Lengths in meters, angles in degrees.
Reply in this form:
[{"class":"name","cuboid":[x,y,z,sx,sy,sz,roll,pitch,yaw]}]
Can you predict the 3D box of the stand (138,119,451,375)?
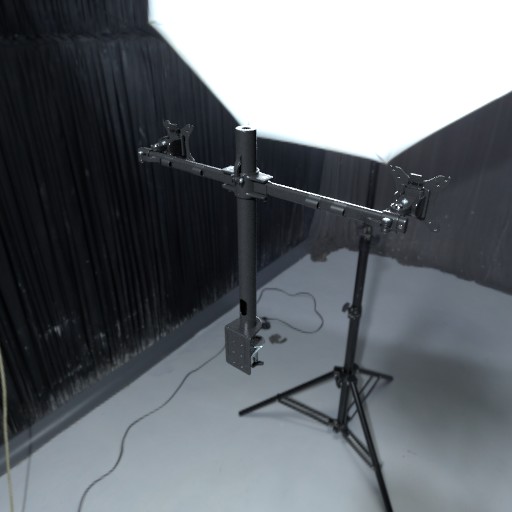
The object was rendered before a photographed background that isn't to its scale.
[{"class":"stand","cuboid":[0.000,0.000,1.039,0.743,0.603,0.150,21,36,33]}]
